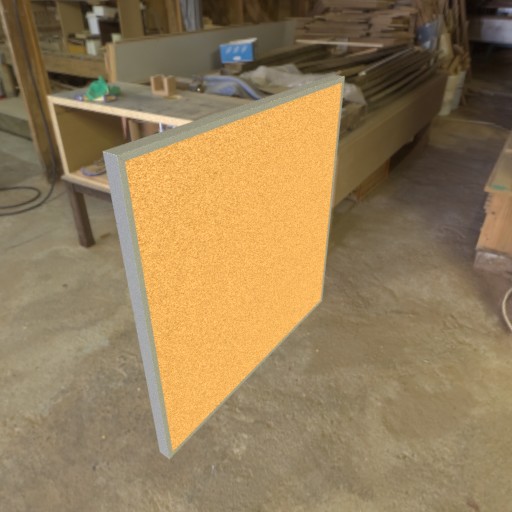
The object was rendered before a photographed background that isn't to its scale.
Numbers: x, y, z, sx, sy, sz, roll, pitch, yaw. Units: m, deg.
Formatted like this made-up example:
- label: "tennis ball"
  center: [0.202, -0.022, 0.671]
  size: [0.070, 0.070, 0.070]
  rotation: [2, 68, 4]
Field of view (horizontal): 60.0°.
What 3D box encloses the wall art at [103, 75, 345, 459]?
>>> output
- label: "wall art"
  center: [0.000, 0.000, 1.208]
  size: [0.038, 0.807, 0.809]
  rotation: [21, 38, 30]
